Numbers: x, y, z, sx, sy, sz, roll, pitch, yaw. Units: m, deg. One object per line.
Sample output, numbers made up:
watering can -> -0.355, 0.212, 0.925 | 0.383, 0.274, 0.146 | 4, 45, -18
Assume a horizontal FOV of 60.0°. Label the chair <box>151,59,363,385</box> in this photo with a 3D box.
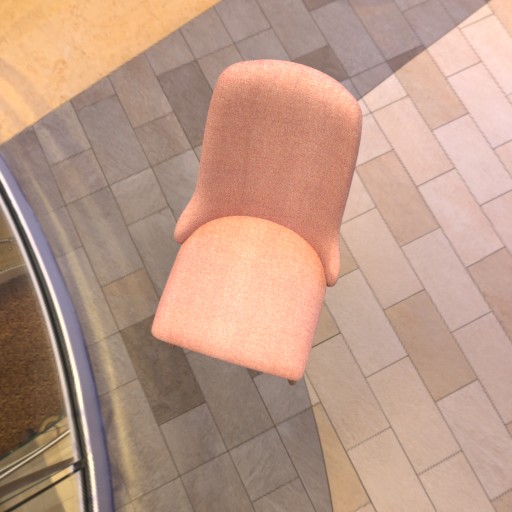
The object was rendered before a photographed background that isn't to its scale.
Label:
chair -> 0.000, 0.000, 1.365 | 0.535, 0.918, 0.707 | 17, 77, 4
